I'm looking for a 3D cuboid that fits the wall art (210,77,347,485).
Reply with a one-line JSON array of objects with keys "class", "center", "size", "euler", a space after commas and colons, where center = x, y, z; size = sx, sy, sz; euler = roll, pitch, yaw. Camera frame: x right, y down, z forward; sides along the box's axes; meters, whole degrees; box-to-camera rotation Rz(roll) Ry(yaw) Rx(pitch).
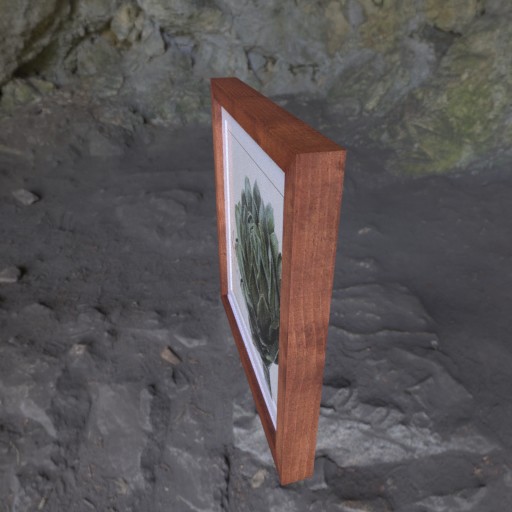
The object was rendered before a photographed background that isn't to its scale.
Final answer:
[{"class": "wall art", "center": [0.000, 0.000, 0.578], "size": [0.038, 0.385, 0.386], "euler": [-7, 30, -12]}]
